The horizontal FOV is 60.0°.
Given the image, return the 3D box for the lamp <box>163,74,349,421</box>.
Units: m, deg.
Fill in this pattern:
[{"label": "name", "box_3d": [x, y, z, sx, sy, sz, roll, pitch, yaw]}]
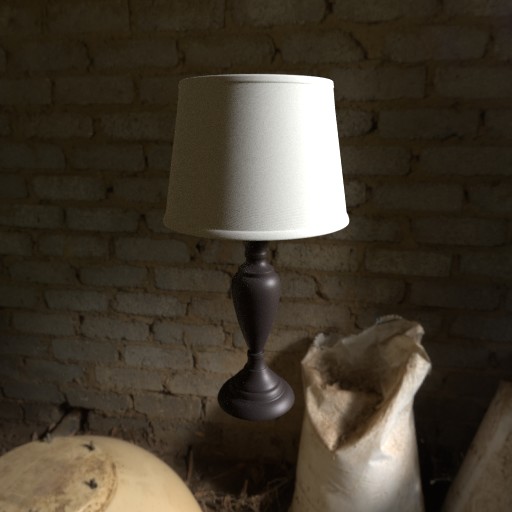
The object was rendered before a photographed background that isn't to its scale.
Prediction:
[{"label": "lamp", "box_3d": [0.000, 0.000, 0.835, 0.335, 0.611, 0.335, 0, 16, 0]}]
